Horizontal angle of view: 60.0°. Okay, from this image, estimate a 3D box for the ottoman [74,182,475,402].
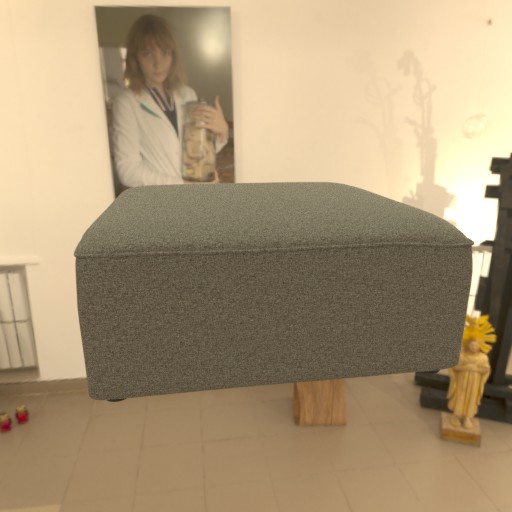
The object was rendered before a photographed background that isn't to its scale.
[{"bbox_3d":[0.000,0.000,1.578,1.005,0.464,1.015,-2,16,-9],"label":"ottoman"}]
